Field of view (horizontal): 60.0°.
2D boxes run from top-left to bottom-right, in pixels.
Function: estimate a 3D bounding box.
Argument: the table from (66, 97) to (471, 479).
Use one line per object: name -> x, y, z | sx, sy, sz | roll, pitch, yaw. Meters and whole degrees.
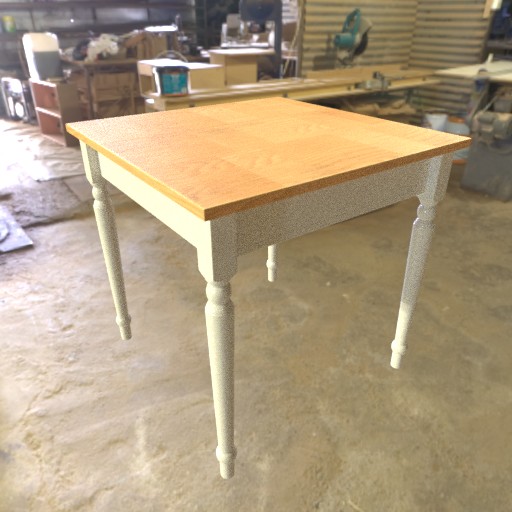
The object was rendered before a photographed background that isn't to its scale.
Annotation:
table -> 0.000, 0.000, 1.319 | 0.747, 0.738, 0.747 | -19, 34, -31
